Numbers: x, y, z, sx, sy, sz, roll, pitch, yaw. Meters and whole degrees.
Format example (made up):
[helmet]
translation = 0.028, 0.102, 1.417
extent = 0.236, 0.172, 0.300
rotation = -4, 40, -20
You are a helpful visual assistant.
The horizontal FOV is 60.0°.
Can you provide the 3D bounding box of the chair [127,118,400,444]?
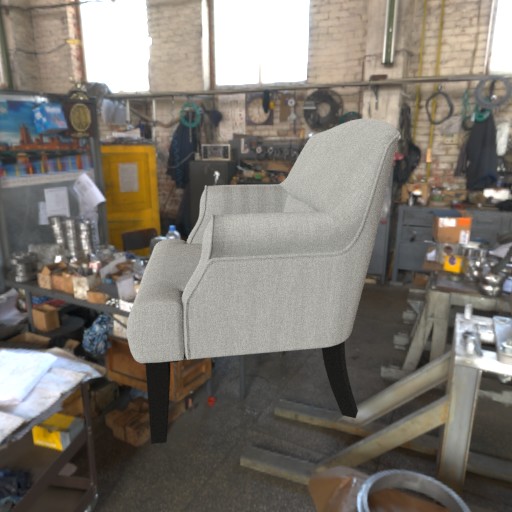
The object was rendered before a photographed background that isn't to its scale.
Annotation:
[chair]
translation = 0.000, 0.000, 1.479
extent = 0.755, 0.880, 0.772
rotation = -2, 15, -7
